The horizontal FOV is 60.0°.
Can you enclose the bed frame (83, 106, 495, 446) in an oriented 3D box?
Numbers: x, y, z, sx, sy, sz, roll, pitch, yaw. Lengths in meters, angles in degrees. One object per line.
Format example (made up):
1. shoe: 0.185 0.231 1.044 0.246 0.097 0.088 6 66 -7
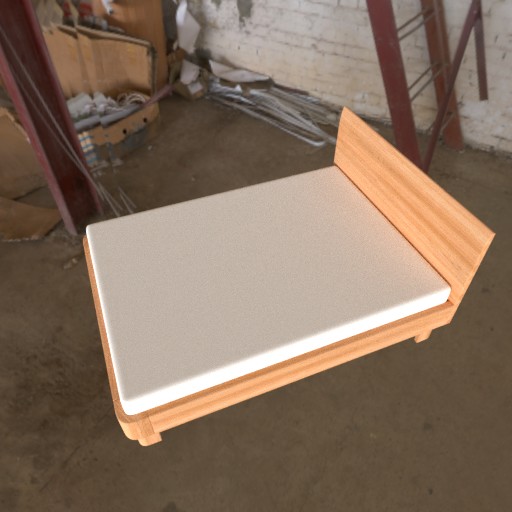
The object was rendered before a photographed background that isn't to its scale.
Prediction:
1. bed frame: 0.000 0.000 2.764 1.992 0.940 1.472 -16 47 -15
